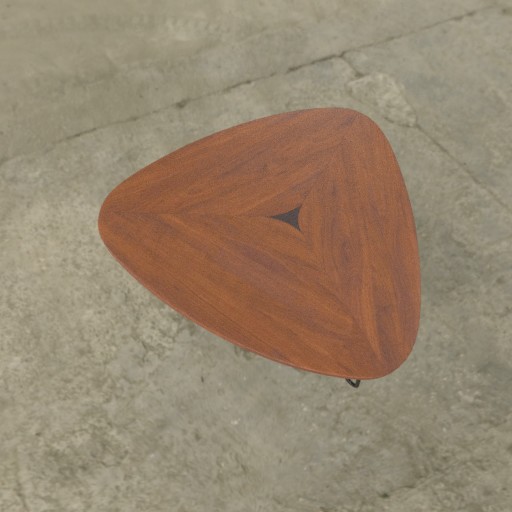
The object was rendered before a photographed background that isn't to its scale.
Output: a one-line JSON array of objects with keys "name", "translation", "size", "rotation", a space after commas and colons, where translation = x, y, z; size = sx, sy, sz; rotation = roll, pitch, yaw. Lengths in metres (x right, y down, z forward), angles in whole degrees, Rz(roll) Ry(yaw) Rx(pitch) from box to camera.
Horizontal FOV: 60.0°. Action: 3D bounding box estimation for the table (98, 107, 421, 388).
[{"name": "table", "translation": [0.000, 0.000, 1.331], "size": [0.821, 0.413, 0.833], "rotation": [1, 59, 1]}]
